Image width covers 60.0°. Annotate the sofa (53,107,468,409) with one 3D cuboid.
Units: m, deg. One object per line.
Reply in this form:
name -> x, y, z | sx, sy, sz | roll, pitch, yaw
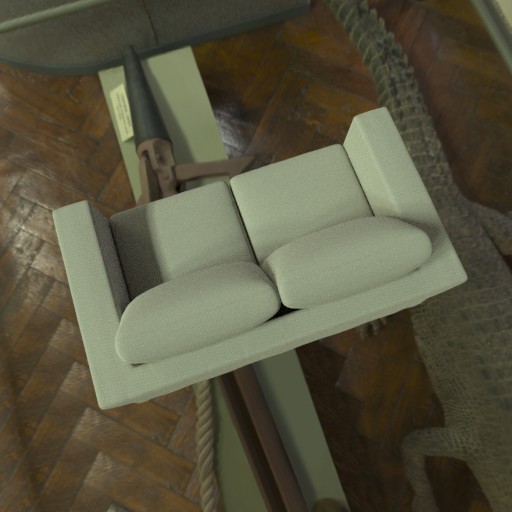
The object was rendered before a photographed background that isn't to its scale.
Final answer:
sofa -> 0.000, 0.000, 2.334 | 1.813, 0.932, 1.009 | -18, 76, -5
